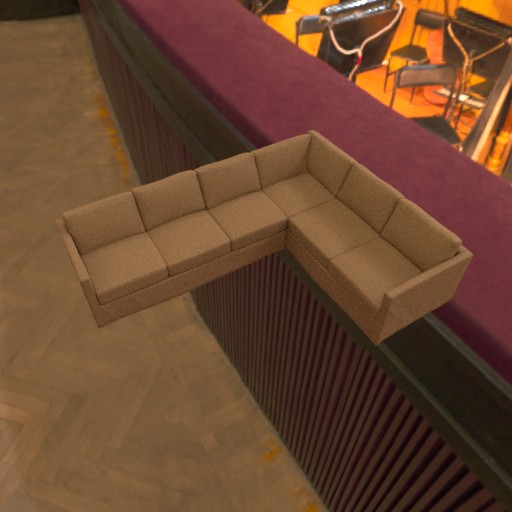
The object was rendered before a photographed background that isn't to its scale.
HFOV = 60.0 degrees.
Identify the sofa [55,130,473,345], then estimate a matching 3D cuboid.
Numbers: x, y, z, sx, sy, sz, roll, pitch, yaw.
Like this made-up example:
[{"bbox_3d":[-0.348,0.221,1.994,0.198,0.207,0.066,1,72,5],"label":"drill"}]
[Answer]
[{"bbox_3d":[0.000,0.000,4.356,3.182,0.871,2.432,-23,50,-21],"label":"sofa"}]
